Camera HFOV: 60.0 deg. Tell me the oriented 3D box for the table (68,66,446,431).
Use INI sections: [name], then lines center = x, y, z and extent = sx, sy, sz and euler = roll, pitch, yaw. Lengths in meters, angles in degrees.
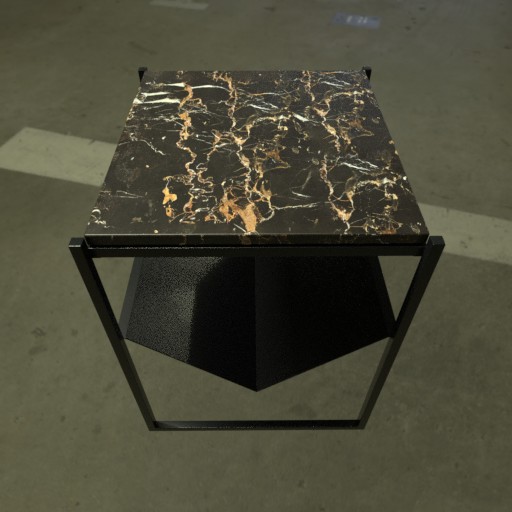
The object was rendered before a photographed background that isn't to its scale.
[table]
center = 0.000, 0.000, 0.859
extent = 0.432, 0.534, 0.469
euler = 0, 47, 0
